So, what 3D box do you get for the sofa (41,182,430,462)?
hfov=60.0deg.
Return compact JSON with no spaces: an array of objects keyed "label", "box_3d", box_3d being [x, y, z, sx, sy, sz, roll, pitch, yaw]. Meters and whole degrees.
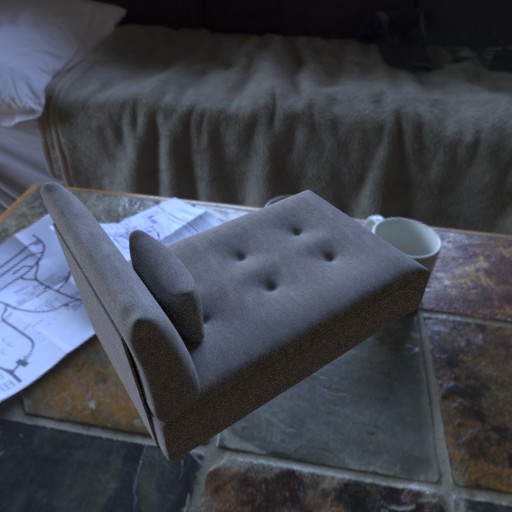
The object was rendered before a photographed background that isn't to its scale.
[{"label":"sofa","box_3d":[0.000,0.000,2.002,1.450,0.820,0.930,-24,46,-26]}]
